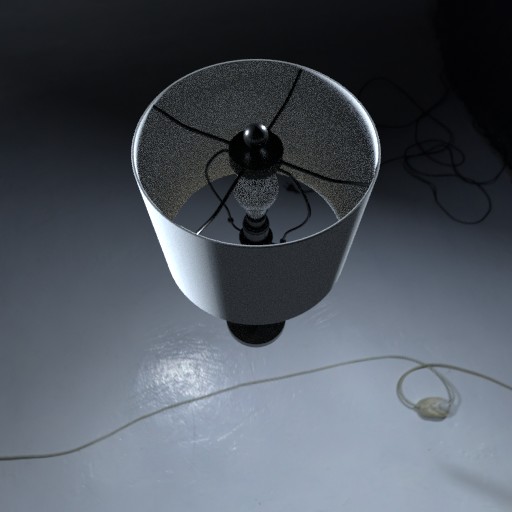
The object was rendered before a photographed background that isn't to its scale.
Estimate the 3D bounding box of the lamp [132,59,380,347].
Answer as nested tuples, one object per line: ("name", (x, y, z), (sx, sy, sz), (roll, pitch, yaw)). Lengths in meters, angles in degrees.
("lamp", (0.000, 0.000, 0.806), (0.305, 0.640, 0.305), (-15, 62, -8))
